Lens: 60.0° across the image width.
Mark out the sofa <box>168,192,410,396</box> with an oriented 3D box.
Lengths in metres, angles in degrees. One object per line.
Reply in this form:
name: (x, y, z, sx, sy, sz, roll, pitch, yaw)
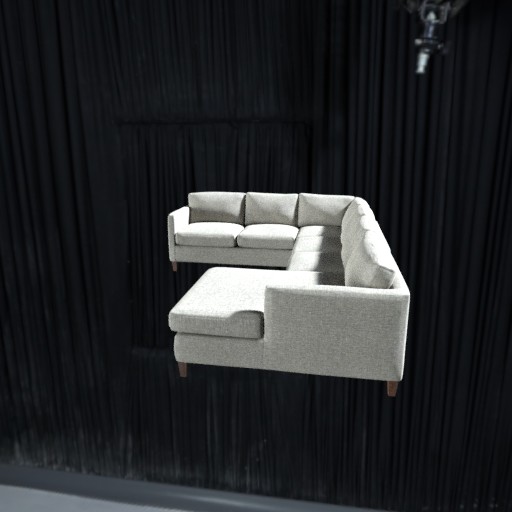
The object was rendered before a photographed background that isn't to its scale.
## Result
sofa: (0.000, 0.000, 4.660, 2.593, 0.959, 3.460, 3, 15, 9)
